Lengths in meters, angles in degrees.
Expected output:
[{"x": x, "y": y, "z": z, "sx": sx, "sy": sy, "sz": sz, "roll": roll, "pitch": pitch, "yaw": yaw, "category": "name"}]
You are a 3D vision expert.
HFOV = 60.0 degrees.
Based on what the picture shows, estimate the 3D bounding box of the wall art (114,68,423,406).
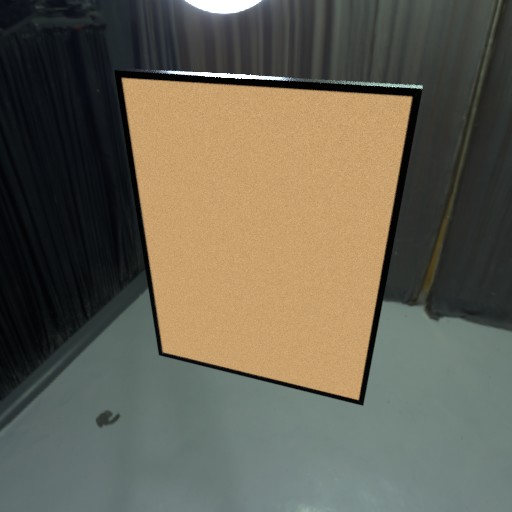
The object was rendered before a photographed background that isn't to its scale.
[{"x": 0.000, "y": 0.000, "z": 1.400, "sx": 0.805, "sy": 1.062, "sz": 0.040, "roll": 10, "pitch": 33, "yaw": 15, "category": "wall art"}]
